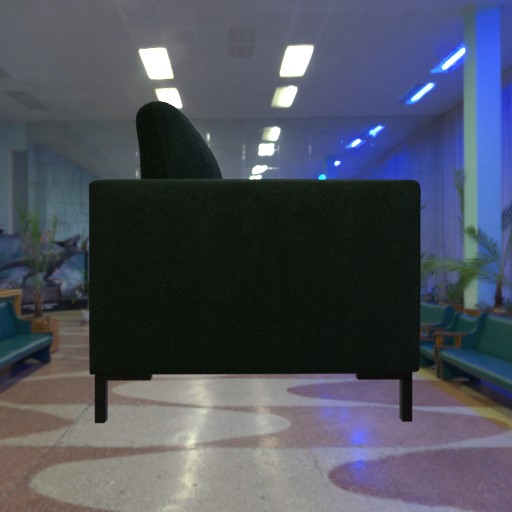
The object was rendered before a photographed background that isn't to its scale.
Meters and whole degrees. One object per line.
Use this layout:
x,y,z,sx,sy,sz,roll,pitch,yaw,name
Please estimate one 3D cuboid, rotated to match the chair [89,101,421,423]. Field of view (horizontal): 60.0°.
0.000,0.000,1.582,0.866,0.861,0.963,0,0,-1,chair
